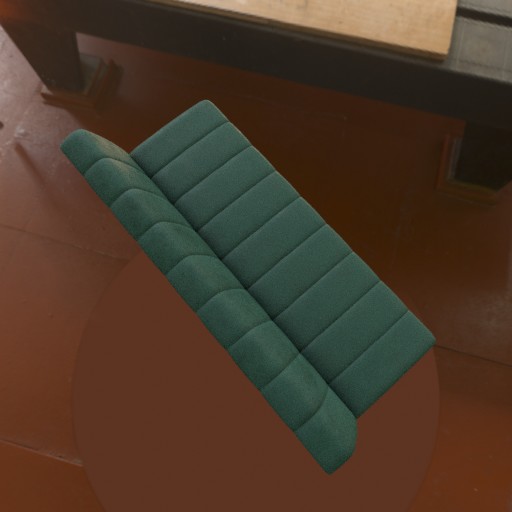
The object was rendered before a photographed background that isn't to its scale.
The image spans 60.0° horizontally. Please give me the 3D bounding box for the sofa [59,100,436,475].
[{"bbox_3d":[0.000,0.000,2.251,0.830,0.820,1.810,-39,78,-10],"label":"sofa"}]
